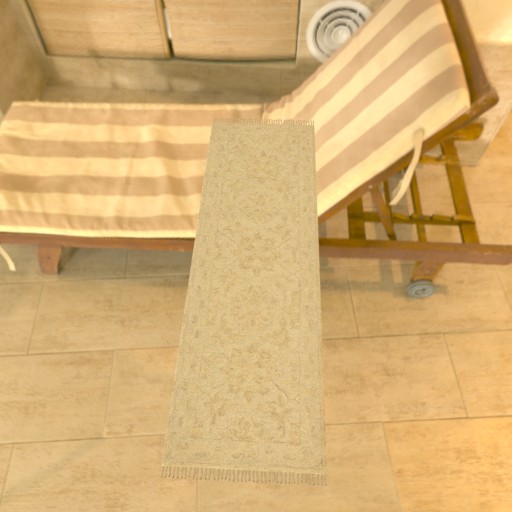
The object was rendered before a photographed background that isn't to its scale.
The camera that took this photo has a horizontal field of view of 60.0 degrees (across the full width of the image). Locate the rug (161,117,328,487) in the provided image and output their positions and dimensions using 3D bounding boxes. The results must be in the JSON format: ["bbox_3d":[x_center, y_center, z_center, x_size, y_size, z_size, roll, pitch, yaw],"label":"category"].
[{"bbox_3d":[0.000,0.000,2.779,0.795,0.015,2.544,2,57,1],"label":"rug"}]
